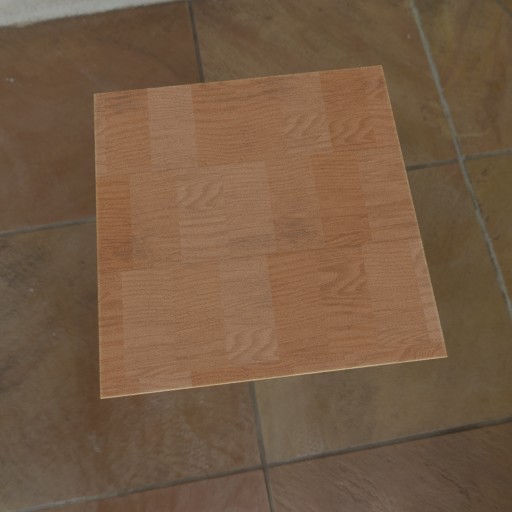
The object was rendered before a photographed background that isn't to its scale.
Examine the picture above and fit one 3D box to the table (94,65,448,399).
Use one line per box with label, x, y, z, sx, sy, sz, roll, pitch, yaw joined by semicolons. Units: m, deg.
table;0.000;0.000;1.398;0.747;0.738;0.747;-6;75;-2
